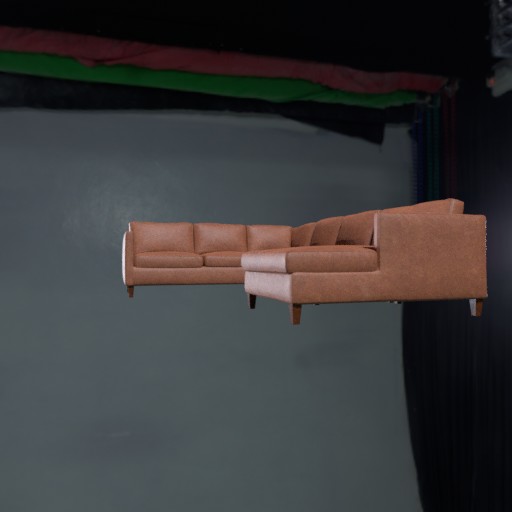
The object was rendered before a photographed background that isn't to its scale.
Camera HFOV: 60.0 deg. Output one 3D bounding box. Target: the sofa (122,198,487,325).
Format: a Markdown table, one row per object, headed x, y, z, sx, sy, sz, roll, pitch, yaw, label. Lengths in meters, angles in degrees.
| x | y | z | sx | sy | sz | roll | pitch | yaw | label |
| --- | --- | --- | --- | --- | --- | --- | --- | --- | --- |
| 0.000 | 0.000 | 4.541 | 2.593 | 0.923 | 3.460 | 0 | -1 | -17 | sofa |
